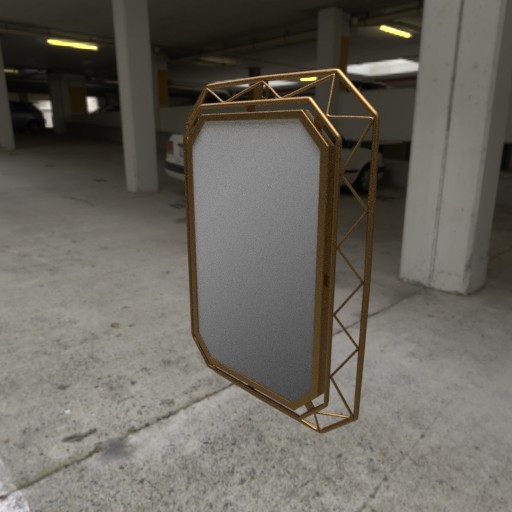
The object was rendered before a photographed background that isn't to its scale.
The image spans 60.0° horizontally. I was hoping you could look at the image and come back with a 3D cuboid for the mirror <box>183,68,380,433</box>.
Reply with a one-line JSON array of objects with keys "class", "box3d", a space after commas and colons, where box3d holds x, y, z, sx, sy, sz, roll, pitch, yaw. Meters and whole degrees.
[{"class": "mirror", "box3d": [0.000, 0.000, 0.742, 0.042, 0.566, 0.417, -15, 21, -42]}]
